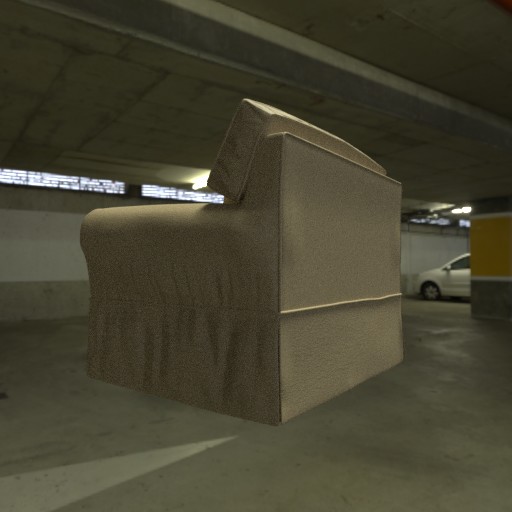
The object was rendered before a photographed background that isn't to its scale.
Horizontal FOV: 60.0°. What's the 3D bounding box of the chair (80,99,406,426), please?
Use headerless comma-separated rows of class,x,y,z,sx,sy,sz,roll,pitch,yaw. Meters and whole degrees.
chair,0.000,0.000,1.828,0.903,0.937,1.096,-1,-2,36
